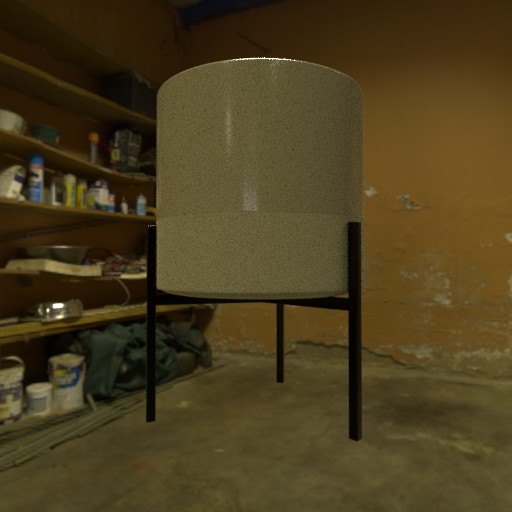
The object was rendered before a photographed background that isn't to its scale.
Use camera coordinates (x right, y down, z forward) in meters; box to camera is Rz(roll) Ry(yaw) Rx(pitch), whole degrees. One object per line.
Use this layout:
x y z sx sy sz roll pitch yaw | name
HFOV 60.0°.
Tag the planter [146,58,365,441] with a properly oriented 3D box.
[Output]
0.000 0.000 0.331 0.159 0.230 0.152 0 -1 -17 | planter
